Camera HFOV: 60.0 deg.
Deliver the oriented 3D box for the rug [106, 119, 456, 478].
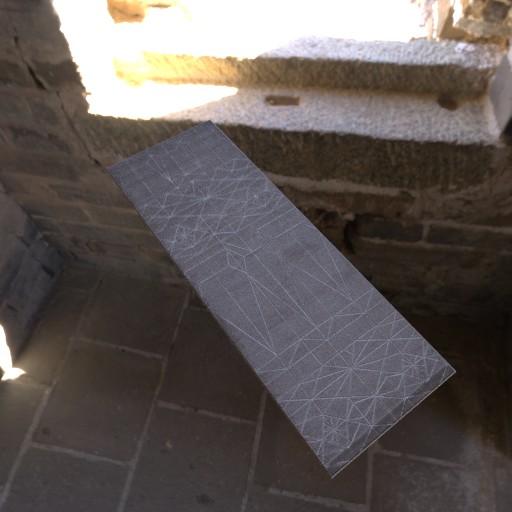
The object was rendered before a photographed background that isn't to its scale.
[{"bbox_3d":[0.000,0.000,2.705,0.864,0.012,2.388,-31,63,-18],"label":"rug"}]
